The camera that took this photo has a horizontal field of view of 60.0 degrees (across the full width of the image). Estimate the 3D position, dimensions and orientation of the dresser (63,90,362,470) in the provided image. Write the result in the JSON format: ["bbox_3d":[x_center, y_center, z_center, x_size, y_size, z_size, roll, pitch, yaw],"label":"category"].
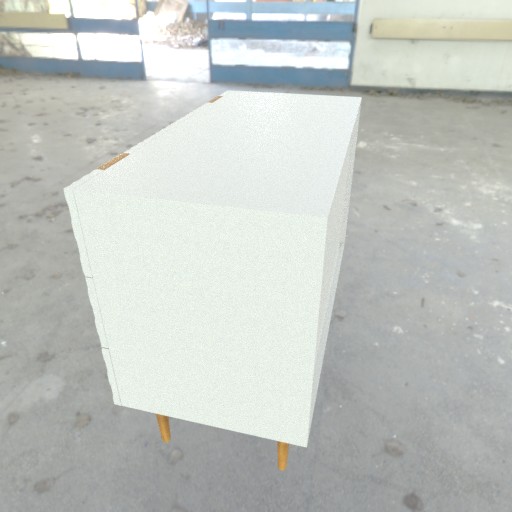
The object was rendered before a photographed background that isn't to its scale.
[{"bbox_3d":[0.000,0.000,1.265,0.457,0.721,0.905,8,32,13],"label":"dresser"}]
